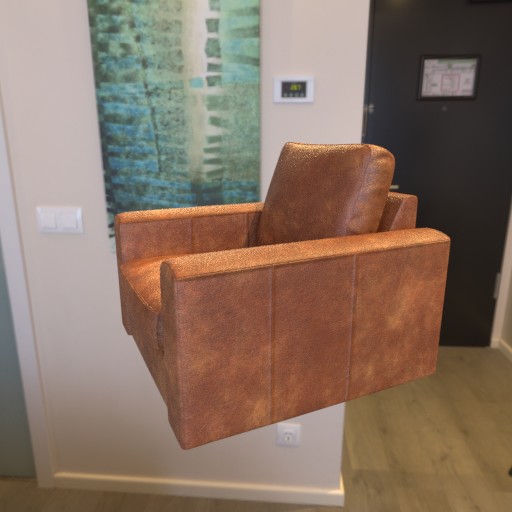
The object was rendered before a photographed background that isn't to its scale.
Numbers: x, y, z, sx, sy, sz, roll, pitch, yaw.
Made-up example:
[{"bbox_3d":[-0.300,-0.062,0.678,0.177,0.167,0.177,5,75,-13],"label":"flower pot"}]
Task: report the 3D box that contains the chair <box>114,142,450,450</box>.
[{"bbox_3d":[0.000,0.000,1.771,1.016,0.873,1.005,-7,17,-25],"label":"chair"}]
